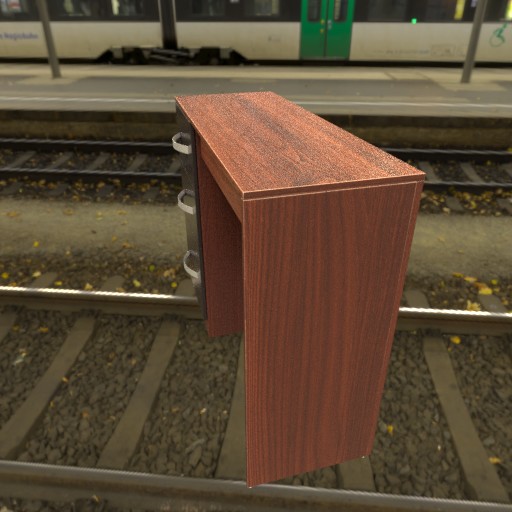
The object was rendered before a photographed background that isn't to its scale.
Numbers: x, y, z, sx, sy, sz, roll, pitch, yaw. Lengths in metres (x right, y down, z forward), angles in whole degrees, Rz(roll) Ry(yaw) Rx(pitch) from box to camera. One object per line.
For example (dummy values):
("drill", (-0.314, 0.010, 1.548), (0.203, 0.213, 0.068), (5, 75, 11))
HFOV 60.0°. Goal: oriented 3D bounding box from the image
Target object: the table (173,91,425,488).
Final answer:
("table", (0.000, 0.000, 1.345), (0.380, 0.790, 0.930), (-8, 30, -14))
